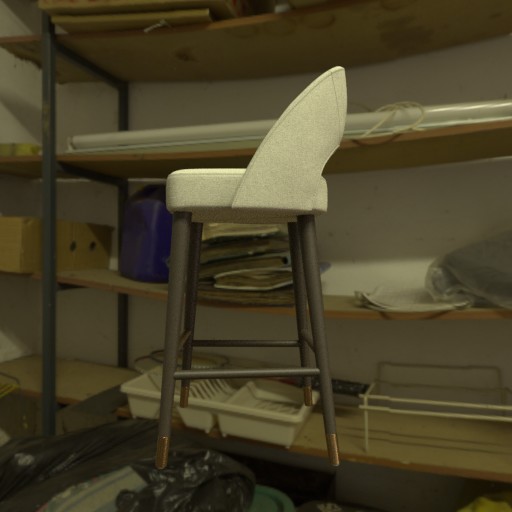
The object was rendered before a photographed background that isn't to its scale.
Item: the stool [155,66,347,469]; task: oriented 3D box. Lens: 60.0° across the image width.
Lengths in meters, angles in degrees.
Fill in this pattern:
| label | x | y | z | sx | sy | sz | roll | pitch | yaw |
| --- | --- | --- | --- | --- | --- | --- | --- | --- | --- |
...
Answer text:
| label | x | y | z | sx | sy | sz | roll | pitch | yaw |
| --- | --- | --- | --- | --- | --- | --- | --- | --- | --- |
| stool | 0.000 | 0.000 | 1.311 | 0.509 | 1.037 | 0.494 | 0 | 0 | -2 |
